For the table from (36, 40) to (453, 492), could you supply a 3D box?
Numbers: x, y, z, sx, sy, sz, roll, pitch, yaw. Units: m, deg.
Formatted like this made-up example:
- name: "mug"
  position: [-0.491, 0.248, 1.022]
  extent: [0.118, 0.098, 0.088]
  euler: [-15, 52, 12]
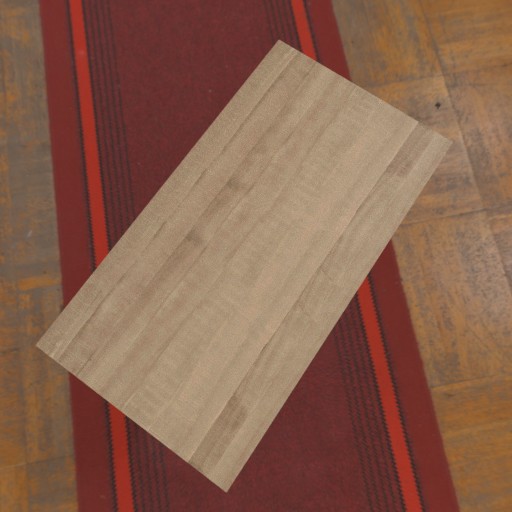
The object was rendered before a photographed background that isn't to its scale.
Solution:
- name: "table"
  position: [0.000, 0.000, 1.336]
  extent: [0.574, 0.393, 1.062]
  euler: [34, 79, 8]
